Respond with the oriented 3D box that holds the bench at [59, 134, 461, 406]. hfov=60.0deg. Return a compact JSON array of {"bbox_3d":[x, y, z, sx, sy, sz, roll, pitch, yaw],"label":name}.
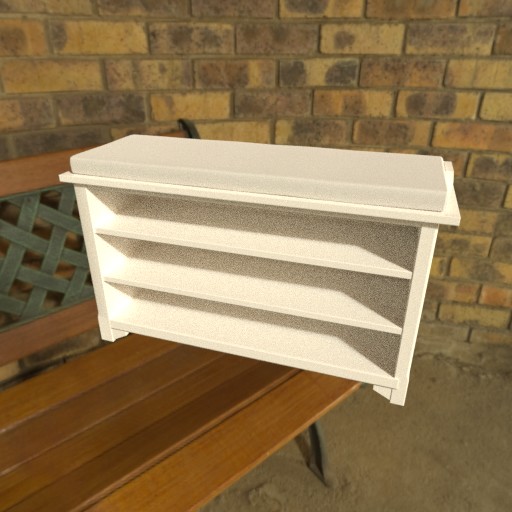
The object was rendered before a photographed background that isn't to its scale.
[{"bbox_3d":[0.000,0.000,1.294,0.987,0.589,0.346,8,28,16],"label":"bench"}]
